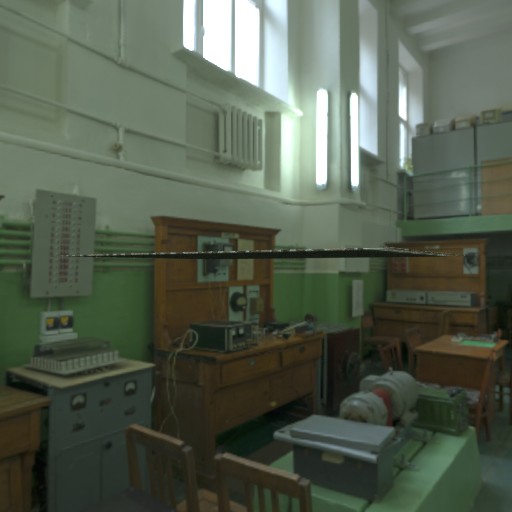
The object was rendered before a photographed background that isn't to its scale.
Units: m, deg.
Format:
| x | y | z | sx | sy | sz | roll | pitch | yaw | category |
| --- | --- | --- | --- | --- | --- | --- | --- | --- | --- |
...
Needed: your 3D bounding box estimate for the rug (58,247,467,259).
| x | y | z | sx | sy | sz | roll | pitch | yaw | category |
| --- | --- | --- | --- | --- | --- | --- | --- | --- | --- |
| 0.000 | 0.000 | 2.301 | 1.829 | 0.008 | 1.219 | -1 | -2 | 35 | rug |
